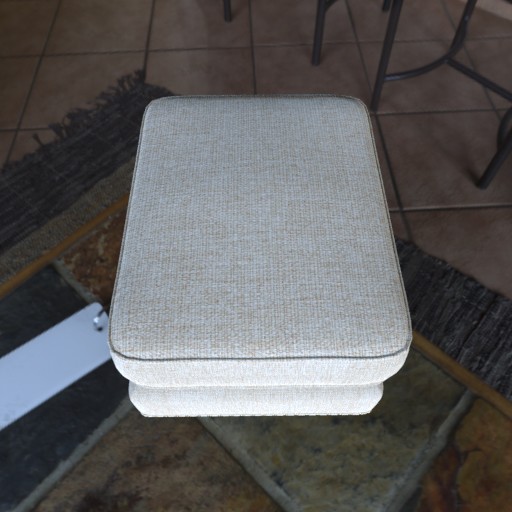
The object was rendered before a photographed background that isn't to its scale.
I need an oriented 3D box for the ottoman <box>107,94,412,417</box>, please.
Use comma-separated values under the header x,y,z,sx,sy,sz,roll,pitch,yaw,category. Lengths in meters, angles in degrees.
x,y,z,sx,sy,sz,roll,pitch,yaw,category
0.000,0.000,1.148,0.589,0.537,0.738,-1,59,0,ottoman
